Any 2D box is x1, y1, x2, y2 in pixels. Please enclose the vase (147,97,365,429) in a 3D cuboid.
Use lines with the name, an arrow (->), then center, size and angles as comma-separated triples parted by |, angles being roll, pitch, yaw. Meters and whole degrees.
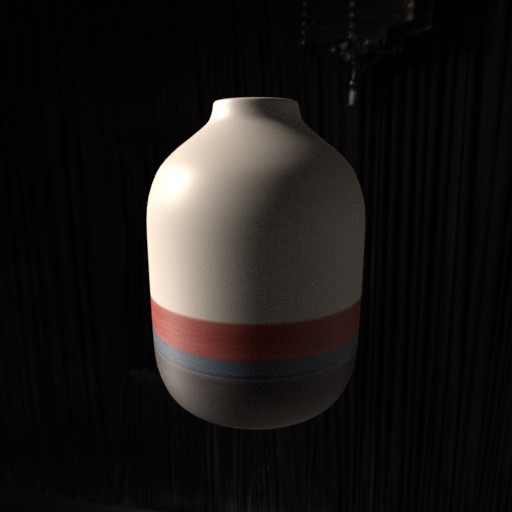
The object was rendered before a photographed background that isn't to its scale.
vase -> 0.000, 0.000, 0.359 | 0.169, 0.237, 0.169 | 0, 13, 0
